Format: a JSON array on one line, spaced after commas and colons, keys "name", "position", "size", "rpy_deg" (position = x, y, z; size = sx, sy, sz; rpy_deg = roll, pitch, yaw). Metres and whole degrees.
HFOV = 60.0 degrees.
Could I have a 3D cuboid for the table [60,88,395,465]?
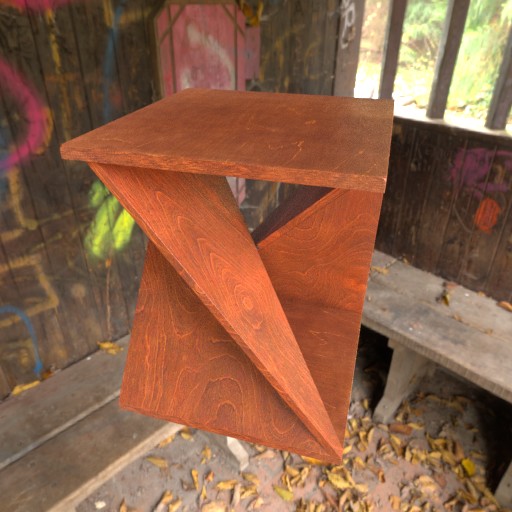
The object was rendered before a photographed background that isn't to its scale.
[{"name": "table", "position": [0.000, 0.000, 0.853], "size": [0.427, 0.520, 0.427], "rpy_deg": [9, 32, 14]}]
